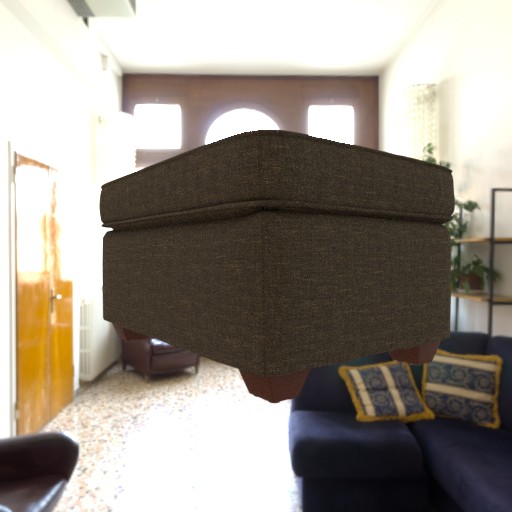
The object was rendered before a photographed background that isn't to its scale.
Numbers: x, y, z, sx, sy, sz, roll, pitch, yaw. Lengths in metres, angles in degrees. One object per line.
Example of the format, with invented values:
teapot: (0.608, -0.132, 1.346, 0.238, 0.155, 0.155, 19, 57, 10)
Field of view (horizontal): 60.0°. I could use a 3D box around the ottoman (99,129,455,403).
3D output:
ottoman: (0.000, 0.000, 1.070, 0.549, 0.450, 0.749, 0, 0, -37)
